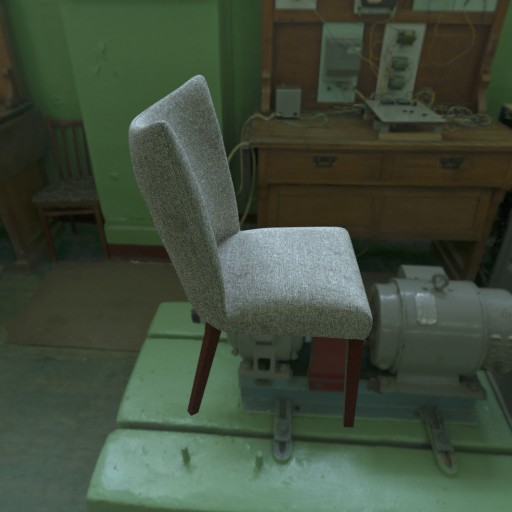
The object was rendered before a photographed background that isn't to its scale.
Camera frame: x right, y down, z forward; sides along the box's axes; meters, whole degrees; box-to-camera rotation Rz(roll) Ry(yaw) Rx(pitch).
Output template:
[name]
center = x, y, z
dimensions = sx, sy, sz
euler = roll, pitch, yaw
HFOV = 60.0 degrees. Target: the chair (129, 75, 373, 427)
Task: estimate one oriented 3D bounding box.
[chair]
center = 0.000, 0.000, 1.315
dimensions = 0.623, 0.924, 0.535
euler = 1, 32, 2
